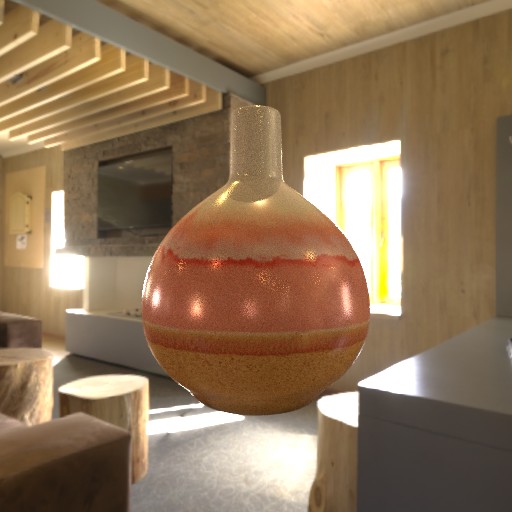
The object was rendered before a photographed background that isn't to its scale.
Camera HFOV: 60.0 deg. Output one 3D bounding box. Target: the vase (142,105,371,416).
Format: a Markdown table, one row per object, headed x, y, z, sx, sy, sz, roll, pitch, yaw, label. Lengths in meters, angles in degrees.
| x | y | z | sx | sy | sz | roll | pitch | yaw | label |
| --- | --- | --- | --- | --- | --- | --- | --- | --- | --- |
| 0.000 | 0.000 | 0.273 | 0.137 | 0.176 | 0.137 | 0 | 0 | 0 | vase |
